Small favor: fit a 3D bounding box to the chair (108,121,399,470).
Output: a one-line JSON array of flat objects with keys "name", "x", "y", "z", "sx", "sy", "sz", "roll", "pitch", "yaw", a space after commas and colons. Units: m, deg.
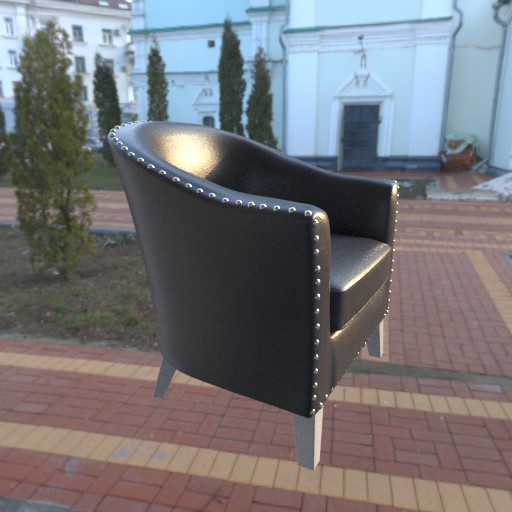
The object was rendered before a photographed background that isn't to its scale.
[{"name": "chair", "x": 0.000, "y": 0.000, "z": 1.395, "sx": 0.748, "sy": 0.823, "sz": 0.794, "roll": 8, "pitch": 17, "yaw": 28}]
